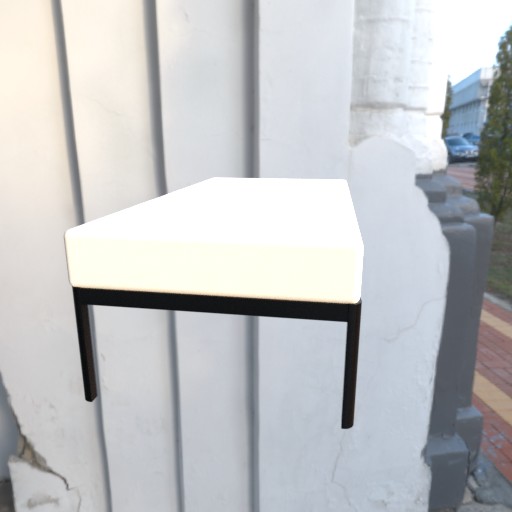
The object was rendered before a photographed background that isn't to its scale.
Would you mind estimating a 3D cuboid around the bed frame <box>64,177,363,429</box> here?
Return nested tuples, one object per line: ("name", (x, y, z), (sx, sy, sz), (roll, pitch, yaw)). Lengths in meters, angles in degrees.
("bed frame", (0.000, 0.000, 2.426), (1.023, 0.659, 1.950), (3, 16, 9))
